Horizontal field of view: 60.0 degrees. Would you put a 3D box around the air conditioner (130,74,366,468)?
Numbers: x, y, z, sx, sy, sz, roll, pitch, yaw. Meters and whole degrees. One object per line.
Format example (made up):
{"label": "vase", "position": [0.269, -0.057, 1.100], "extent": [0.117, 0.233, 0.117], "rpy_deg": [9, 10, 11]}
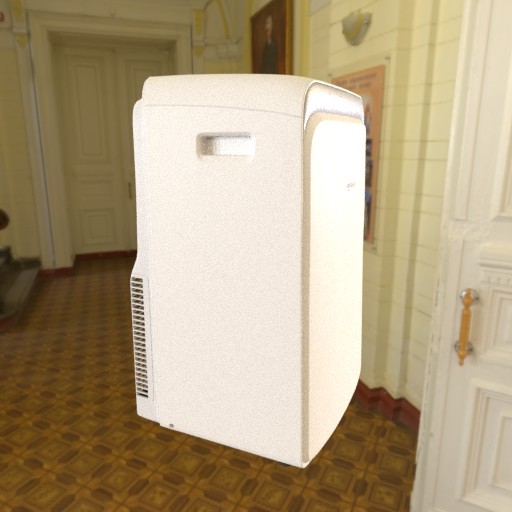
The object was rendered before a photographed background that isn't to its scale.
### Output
{"label": "air conditioner", "position": [0.000, 0.000, 1.038], "extent": [0.467, 0.765, 0.478], "rpy_deg": [7, 16, 25]}
